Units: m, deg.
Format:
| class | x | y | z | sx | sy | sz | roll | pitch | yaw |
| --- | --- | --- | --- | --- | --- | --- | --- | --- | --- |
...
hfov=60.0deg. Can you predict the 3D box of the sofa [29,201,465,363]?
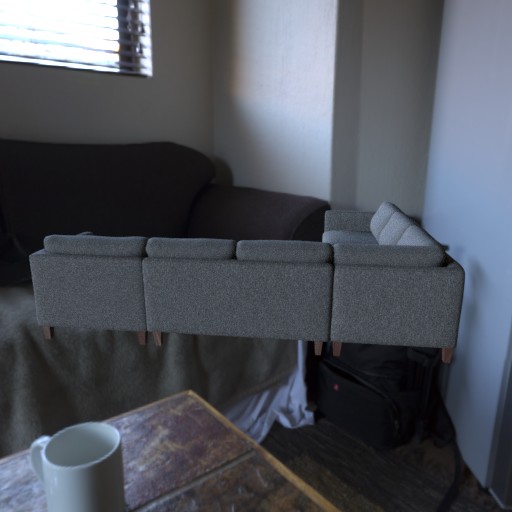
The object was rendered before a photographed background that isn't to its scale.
| class | x | y | z | sx | sy | sz | roll | pitch | yaw |
| --- | --- | --- | --- | --- | --- | --- | --- | --- | --- |
| sofa | 0.000 | 0.000 | 4.458 | 3.238 | 0.853 | 2.551 | 2 | 15 | 7 |
